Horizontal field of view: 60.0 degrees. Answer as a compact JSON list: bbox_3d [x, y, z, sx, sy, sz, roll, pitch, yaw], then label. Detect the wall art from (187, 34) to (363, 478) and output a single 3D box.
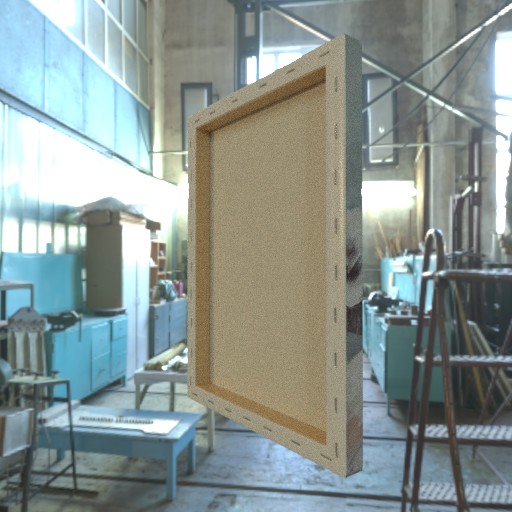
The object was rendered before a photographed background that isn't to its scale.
[{"bbox_3d":[0.000,0.000,0.799,0.037,0.613,0.455,0,-1,-37],"label":"wall art"}]
